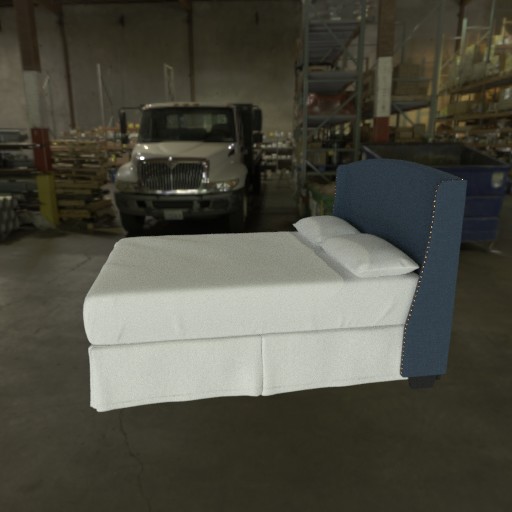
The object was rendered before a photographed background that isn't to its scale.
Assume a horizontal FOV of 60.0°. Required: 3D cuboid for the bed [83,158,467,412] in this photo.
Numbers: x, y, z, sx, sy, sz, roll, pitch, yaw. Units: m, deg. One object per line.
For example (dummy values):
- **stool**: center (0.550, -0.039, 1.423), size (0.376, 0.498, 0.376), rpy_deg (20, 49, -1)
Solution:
- **bed**: center (0.000, 0.000, 3.327), size (2.237, 1.407, 1.710), rpy_deg (-2, 15, -9)
